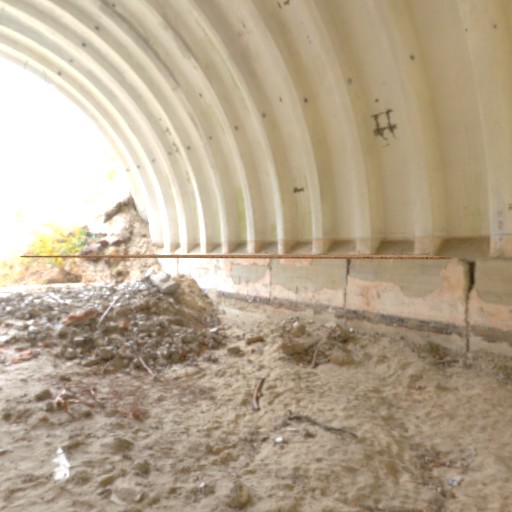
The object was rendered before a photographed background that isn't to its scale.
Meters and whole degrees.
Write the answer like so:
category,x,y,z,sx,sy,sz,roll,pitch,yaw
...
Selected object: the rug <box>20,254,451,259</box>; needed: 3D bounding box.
category,x,y,z,sx,sy,sz,roll,pitch,yaw
rug,0.000,0.000,4.214,3.200,0.012,2.438,0,0,19
